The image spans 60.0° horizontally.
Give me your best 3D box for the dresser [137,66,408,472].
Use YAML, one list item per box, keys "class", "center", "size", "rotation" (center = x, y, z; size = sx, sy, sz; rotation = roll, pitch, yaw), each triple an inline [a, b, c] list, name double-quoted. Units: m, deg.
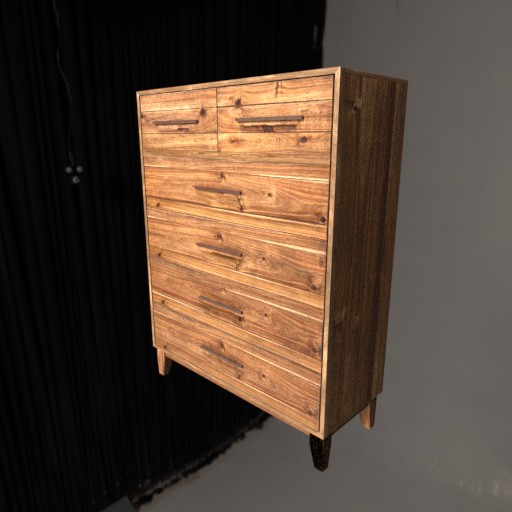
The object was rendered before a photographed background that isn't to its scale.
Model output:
- class: "dresser"
  center: [0.000, 0.000, 1.939]
  size: [1.062, 1.393, 0.442]
  rotation: [14, 20, 42]
